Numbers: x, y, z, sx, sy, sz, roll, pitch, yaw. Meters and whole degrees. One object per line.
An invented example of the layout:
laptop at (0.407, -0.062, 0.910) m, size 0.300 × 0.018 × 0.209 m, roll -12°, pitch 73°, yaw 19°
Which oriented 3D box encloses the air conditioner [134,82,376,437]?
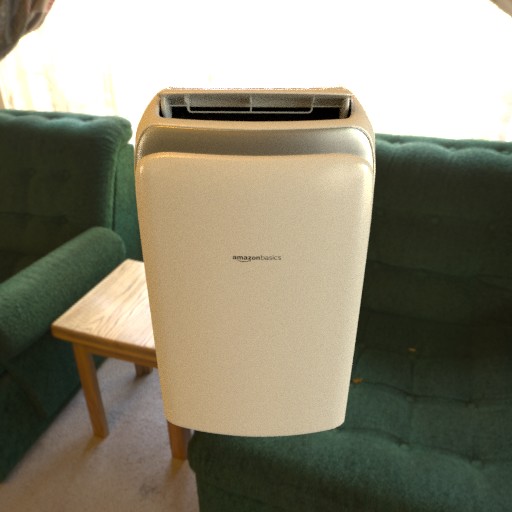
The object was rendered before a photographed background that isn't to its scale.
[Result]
air conditioner at (0.000, 0.000, 1.051) m, size 0.449 × 0.786 × 0.414 m, roll 1°, pitch 29°, yaw 1°
